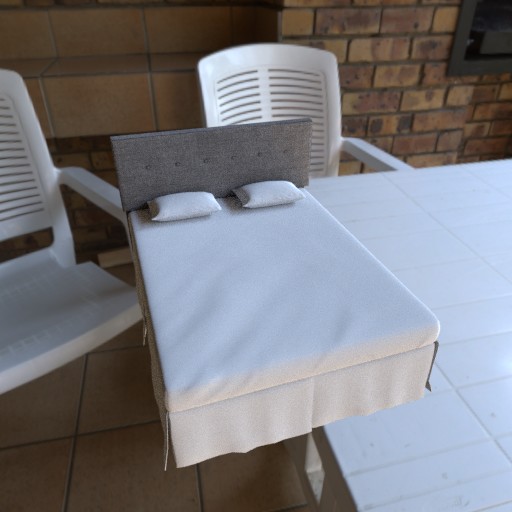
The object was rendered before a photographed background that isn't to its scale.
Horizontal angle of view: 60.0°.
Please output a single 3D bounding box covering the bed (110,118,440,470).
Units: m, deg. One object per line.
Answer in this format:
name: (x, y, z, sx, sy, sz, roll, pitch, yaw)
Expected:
bed: (0.000, 0.000, 2.936, 1.621, 1.168, 1.958, -10, 34, -15)
